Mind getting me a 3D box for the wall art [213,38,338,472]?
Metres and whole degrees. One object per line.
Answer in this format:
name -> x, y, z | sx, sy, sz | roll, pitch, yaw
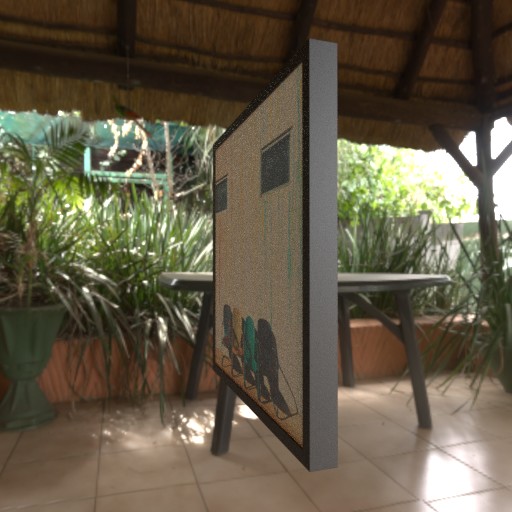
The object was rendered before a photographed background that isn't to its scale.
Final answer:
wall art -> 0.000, 0.000, 0.762 | 0.037, 0.506, 0.506 | 0, -1, -18
